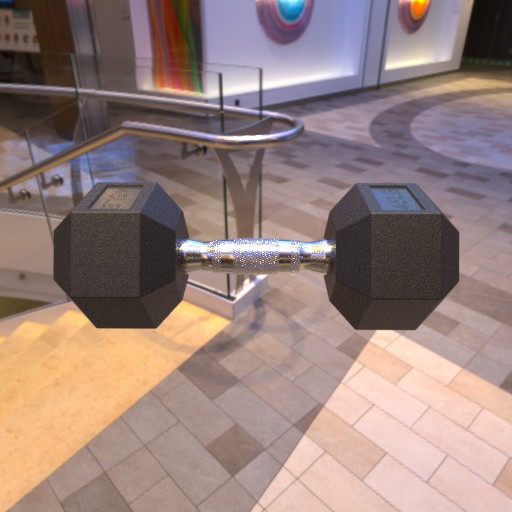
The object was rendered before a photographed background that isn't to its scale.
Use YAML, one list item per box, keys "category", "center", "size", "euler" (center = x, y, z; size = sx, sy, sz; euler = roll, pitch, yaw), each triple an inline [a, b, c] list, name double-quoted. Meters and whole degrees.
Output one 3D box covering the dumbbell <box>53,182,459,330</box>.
- category: "dumbbell"
  center: [0.000, 0.000, 0.426]
  size: [0.356, 0.123, 0.141]
  euler: [0, 30, 0]
